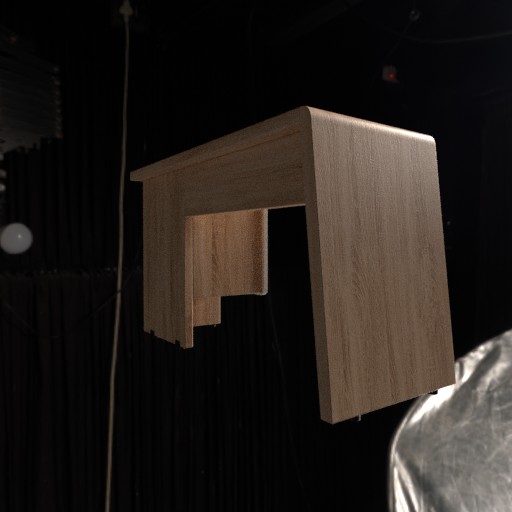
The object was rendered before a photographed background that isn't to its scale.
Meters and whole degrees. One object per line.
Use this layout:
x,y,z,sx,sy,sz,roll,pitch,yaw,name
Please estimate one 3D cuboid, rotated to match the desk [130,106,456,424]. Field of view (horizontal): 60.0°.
0.000,0.000,1.659,0.500,0.750,1.300,-1,2,-35,desk
